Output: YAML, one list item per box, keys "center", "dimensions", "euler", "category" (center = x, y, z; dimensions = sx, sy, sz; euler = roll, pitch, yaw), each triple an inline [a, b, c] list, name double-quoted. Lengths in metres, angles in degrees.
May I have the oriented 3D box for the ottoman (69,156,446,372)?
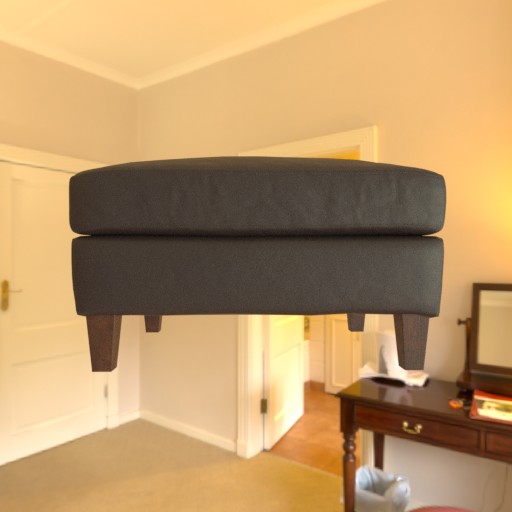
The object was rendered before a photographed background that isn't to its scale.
- center: [0.000, 0.000, 1.298]
  dimensions: [0.887, 0.529, 0.659]
  euler: [0, 0, -1]
  category: "ottoman"
